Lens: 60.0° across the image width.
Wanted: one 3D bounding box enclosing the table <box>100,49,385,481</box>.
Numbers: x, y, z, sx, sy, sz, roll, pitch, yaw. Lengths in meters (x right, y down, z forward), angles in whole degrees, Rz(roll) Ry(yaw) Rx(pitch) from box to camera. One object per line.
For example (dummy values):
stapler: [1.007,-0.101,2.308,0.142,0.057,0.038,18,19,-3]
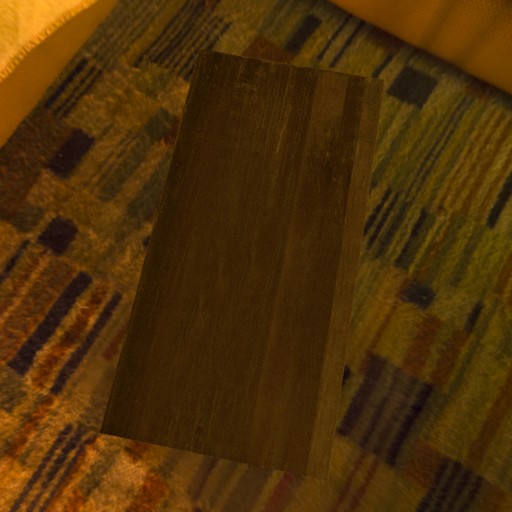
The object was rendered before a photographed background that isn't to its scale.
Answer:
table: [0.000,0.000,1.357,0.554,0.373,1.088,11,77,3]
